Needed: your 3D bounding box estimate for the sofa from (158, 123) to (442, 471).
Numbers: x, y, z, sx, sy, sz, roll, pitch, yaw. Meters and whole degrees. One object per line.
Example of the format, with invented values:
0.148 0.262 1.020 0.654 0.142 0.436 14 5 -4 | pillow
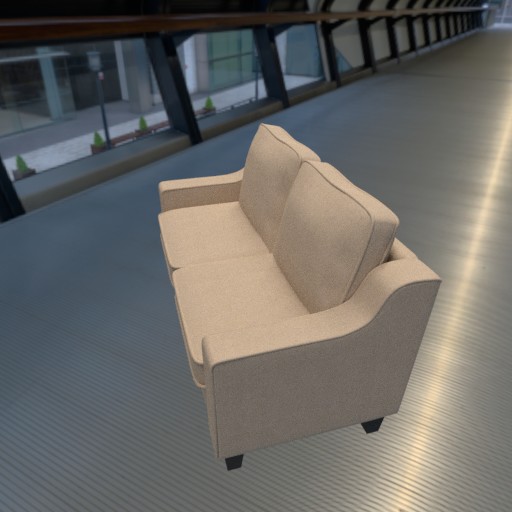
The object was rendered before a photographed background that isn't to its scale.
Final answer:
0.000 0.000 3.507 1.351 1.562 2.587 -8 31 -14 | sofa
